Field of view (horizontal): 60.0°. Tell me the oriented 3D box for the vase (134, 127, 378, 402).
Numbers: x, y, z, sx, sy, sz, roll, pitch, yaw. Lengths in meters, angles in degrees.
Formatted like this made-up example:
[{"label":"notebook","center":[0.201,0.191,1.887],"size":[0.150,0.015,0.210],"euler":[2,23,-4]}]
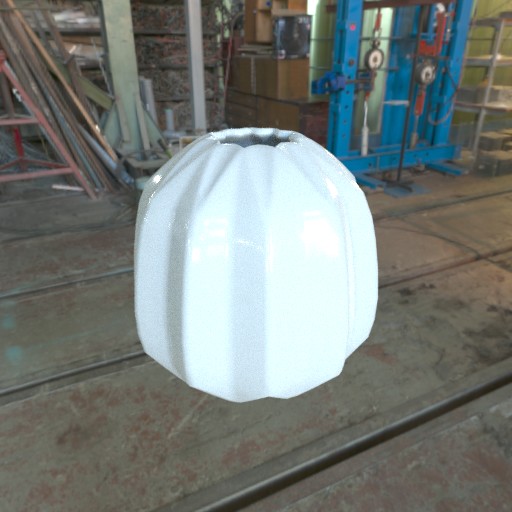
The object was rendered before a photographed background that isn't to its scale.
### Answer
[{"label":"vase","center":[0.000,0.000,0.251],"size":[0.139,0.134,0.139],"euler":[0,26,0]}]
